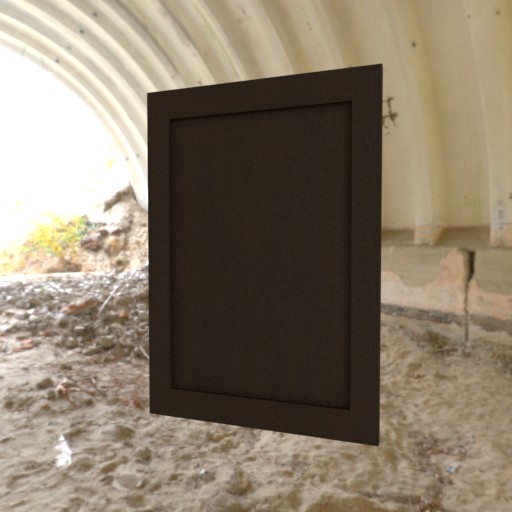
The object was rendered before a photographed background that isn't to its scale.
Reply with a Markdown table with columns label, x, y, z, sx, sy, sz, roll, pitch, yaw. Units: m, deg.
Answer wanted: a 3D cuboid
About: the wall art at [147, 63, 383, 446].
| label | x | y | z | sx | sy | sz | roll | pitch | yaw |
| --- | --- | --- | --- | --- | --- | --- | --- | --- | --- |
| wall art | 0.000 | 0.000 | 0.660 | 0.359 | 0.513 | 0.017 | 1 | 2 | 19 |
